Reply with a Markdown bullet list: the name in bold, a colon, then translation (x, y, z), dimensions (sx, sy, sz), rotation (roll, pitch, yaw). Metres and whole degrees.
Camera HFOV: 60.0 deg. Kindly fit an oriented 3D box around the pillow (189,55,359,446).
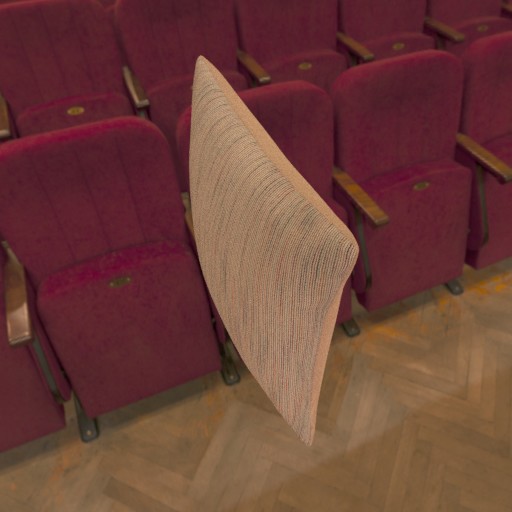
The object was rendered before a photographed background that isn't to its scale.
- **pillow**: translation (0.000, 0.000, 0.779), dimensions (0.178, 0.506, 0.512), rotation (-17, 49, -16)
